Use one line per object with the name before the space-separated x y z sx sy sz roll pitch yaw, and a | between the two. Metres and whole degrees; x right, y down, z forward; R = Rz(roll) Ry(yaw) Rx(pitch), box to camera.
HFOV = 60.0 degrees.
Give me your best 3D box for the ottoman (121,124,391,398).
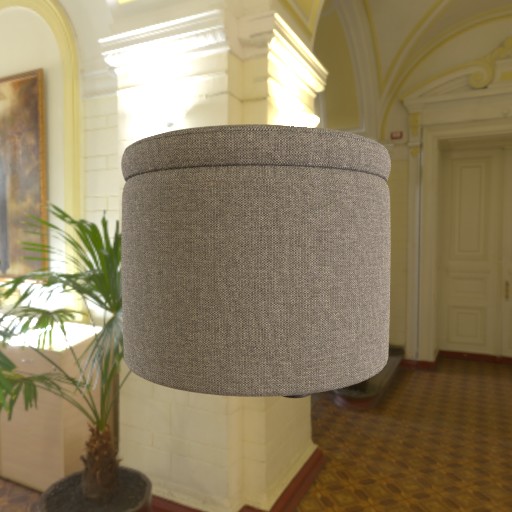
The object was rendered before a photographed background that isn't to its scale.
ottoman | 0.000 0.000 0.896 0.520 0.430 0.520 0 2 0
